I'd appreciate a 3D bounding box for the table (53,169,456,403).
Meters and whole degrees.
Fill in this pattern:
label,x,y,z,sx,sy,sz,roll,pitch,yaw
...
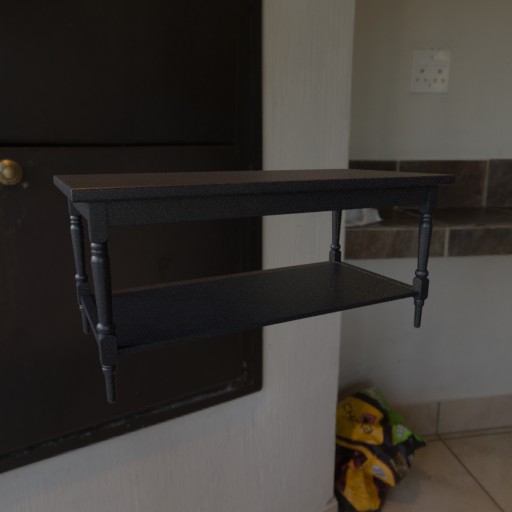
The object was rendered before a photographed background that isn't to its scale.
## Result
label,x,y,z,sx,sy,sz,roll,pitch,yaw
table,0.000,0.000,1.418,1.107,0.510,0.550,-7,15,-26
